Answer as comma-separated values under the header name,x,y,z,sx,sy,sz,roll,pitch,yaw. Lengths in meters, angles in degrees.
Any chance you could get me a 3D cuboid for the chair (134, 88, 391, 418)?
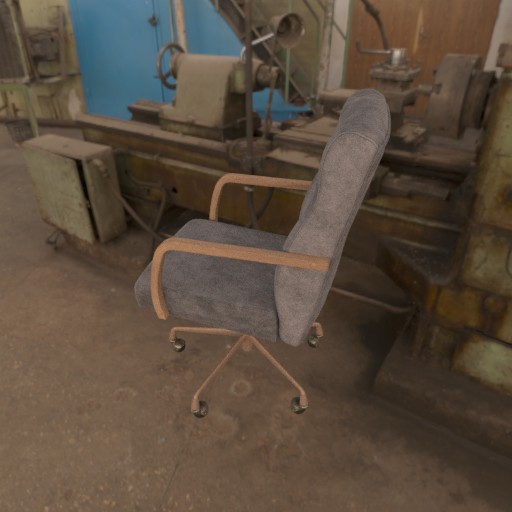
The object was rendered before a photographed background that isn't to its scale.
name,x,y,z,sx,sy,sz,roll,pitch,yaw
chair,0.000,0.000,1.499,0.741,1.029,0.640,8,32,13
